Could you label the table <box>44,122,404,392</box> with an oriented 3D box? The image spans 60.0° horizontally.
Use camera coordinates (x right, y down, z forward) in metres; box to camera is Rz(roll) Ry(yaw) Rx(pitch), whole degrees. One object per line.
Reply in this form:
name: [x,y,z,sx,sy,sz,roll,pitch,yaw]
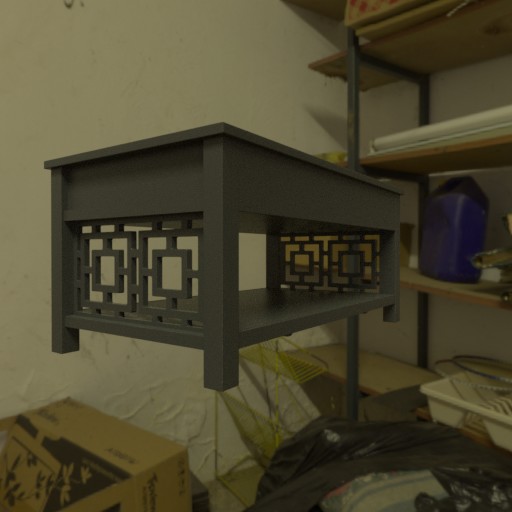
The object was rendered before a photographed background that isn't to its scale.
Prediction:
table: [0.000,0.000,1.412,0.612,0.493,1.068,0,1,35]
